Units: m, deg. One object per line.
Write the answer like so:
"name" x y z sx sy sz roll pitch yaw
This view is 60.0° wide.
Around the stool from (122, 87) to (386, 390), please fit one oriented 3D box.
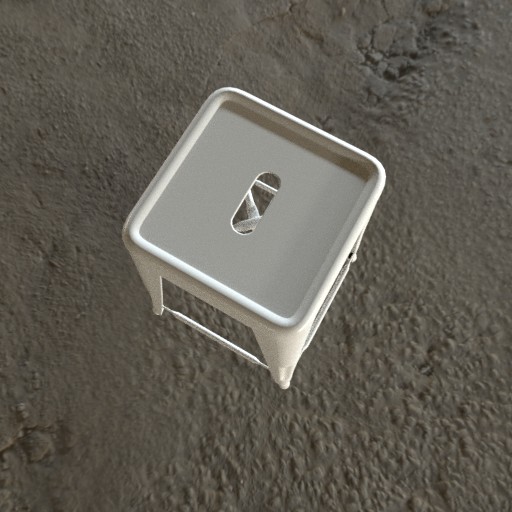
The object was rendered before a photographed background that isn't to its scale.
"stool" 0.000 0.000 0.885 0.406 0.610 0.406 29 78 7
